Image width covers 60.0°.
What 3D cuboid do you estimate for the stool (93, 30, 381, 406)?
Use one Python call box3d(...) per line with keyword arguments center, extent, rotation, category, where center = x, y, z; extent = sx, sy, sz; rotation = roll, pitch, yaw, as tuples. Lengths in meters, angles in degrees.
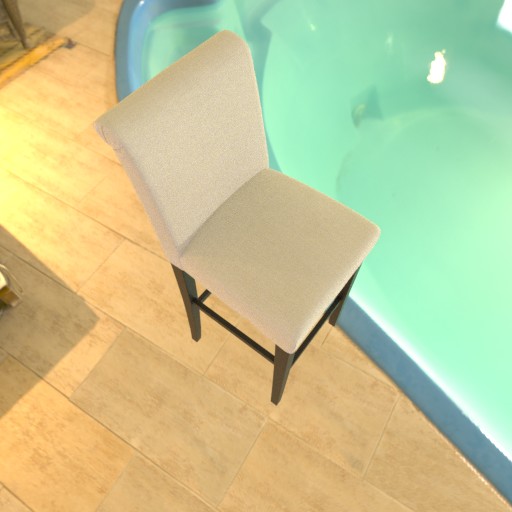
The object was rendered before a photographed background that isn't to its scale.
box3d(center=(0.000, 0.000, 1.435), extent=(0.597, 1.124, 0.452), rotation=(33, 64, 19), category="stool")
